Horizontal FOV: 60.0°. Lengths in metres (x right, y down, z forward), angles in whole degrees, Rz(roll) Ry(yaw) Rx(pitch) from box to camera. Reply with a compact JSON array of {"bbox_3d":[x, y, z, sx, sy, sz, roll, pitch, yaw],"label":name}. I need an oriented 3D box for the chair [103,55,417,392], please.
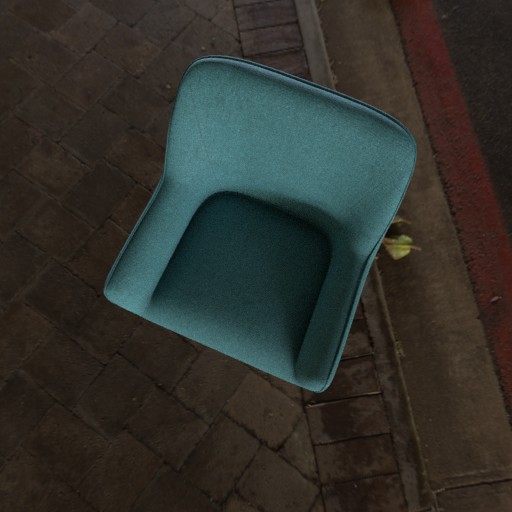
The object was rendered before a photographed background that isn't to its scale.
[{"bbox_3d":[0.000,0.000,1.157,0.543,0.803,0.519,22,76,6],"label":"chair"}]
